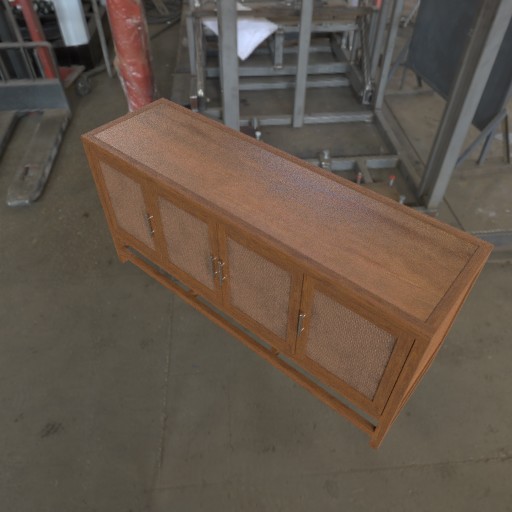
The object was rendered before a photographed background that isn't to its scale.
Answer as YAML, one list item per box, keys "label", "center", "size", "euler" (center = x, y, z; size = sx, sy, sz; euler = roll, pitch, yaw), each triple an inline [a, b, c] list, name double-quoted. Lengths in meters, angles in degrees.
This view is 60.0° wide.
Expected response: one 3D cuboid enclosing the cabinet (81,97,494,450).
- label: "cabinet"
  center: [0.000, 0.000, 2.062]
  size: [1.708, 0.820, 0.522]
  euler: [31, 53, 27]
